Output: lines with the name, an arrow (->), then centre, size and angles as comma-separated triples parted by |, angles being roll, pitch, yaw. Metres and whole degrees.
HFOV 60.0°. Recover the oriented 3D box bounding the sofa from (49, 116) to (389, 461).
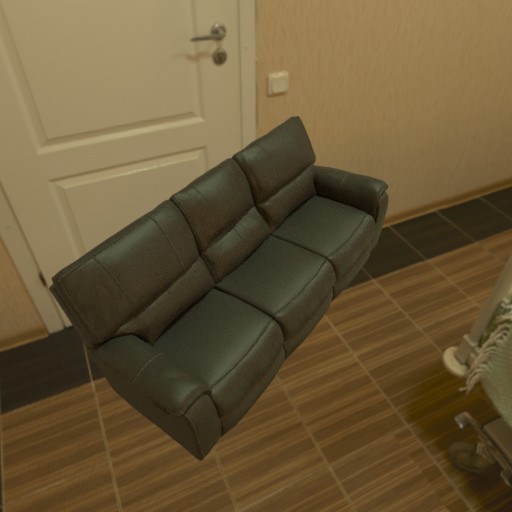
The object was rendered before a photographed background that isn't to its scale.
sofa -> 0.000, 0.000, 3.282 | 1.104, 1.134, 2.627 | 26, 48, 26
